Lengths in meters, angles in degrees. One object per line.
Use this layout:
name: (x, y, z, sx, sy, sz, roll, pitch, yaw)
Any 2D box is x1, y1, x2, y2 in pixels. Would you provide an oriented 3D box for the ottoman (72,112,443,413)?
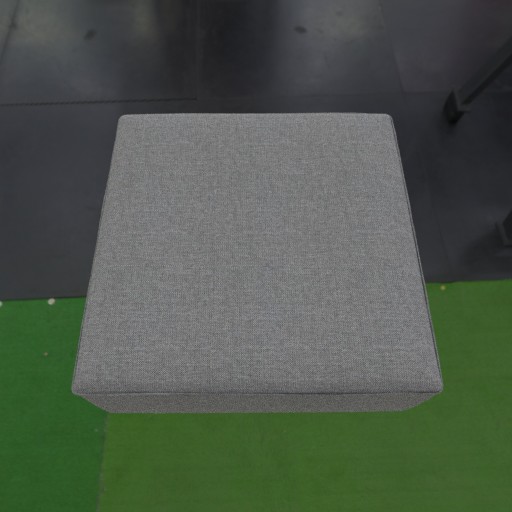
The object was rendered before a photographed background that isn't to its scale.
ottoman: (0.000, 0.000, 1.553, 1.023, 0.423, 1.017, 0, 63, 0)
